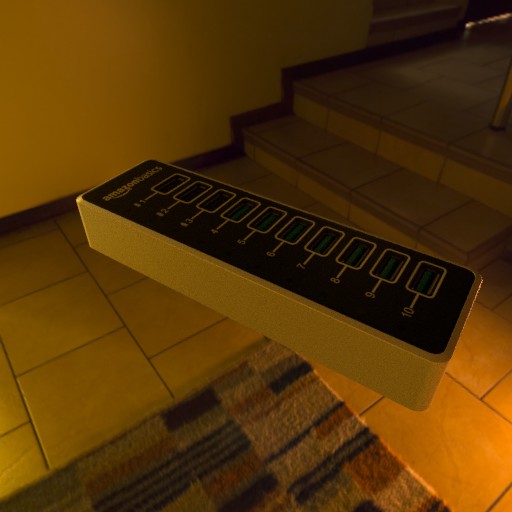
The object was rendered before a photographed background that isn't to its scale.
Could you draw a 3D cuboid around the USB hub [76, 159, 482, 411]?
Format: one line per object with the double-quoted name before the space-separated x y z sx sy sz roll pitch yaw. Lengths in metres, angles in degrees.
"USB hub" 0.000 0.000 0.164 0.145 0.023 0.044 23 44 25
